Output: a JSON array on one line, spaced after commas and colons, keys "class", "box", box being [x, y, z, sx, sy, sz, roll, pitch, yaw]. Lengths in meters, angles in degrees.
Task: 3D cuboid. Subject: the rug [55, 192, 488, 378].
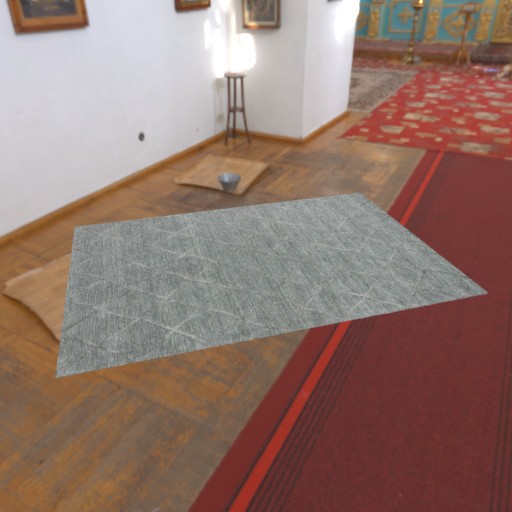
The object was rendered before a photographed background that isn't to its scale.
[{"class": "rug", "box": [0.000, 0.000, 2.852, 2.283, 0.006, 1.521, -8, 32, -14]}]
